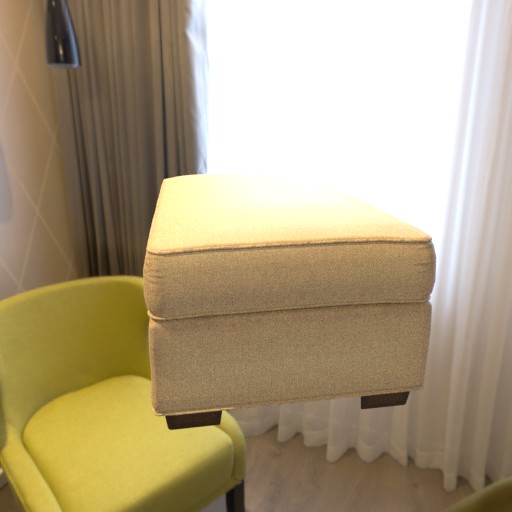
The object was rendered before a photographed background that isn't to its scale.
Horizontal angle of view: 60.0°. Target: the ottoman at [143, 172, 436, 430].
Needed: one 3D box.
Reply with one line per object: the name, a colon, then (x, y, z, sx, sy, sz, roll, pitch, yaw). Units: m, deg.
ottoman: (0.000, 0.000, 1.427, 0.617, 0.448, 1.097, -3, 18, -9)
